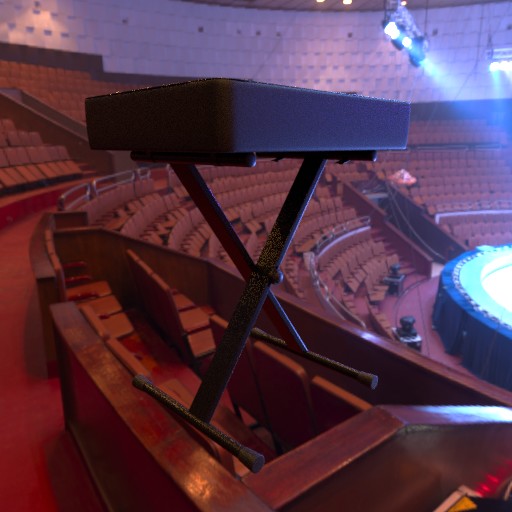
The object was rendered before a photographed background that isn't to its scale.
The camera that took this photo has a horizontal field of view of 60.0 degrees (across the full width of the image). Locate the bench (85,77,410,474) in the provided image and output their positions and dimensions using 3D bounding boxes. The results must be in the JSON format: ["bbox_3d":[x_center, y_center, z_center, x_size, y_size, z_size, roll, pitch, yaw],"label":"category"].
[{"bbox_3d":[0.000,0.000,0.754,0.321,0.500,0.424,14,20,43],"label":"bench"}]
